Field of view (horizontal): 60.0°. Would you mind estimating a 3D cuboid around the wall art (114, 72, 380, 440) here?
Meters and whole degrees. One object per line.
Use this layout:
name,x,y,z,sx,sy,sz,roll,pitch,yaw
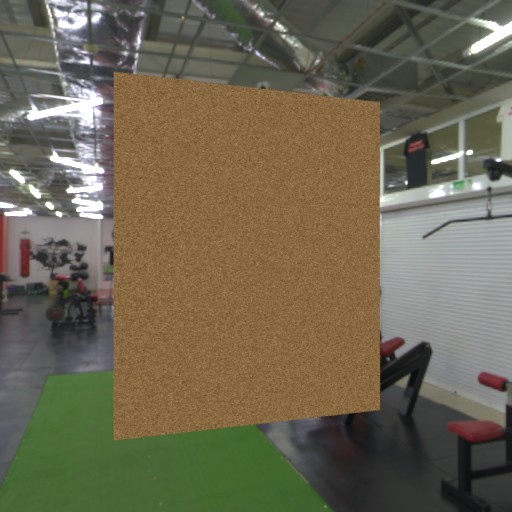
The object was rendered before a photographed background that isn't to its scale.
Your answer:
wall art,0.000,0.000,0.765,0.467,0.567,0.033,0,0,-17
